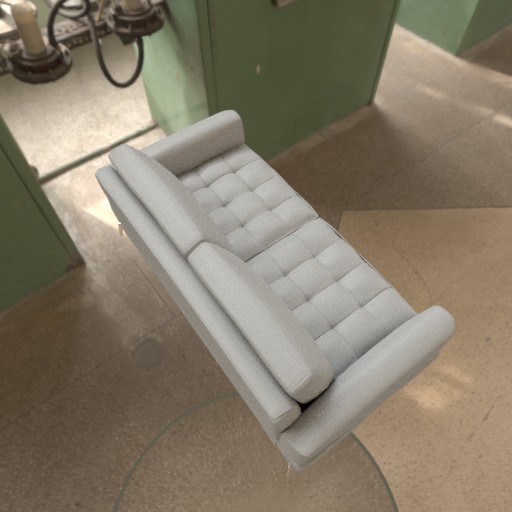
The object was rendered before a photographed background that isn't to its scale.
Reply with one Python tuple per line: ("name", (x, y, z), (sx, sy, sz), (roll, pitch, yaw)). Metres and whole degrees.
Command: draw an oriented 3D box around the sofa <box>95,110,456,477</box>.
("sofa", (0.000, 0.000, 2.703), (1.121, 0.930, 2.177), (-32, 63, -19))
